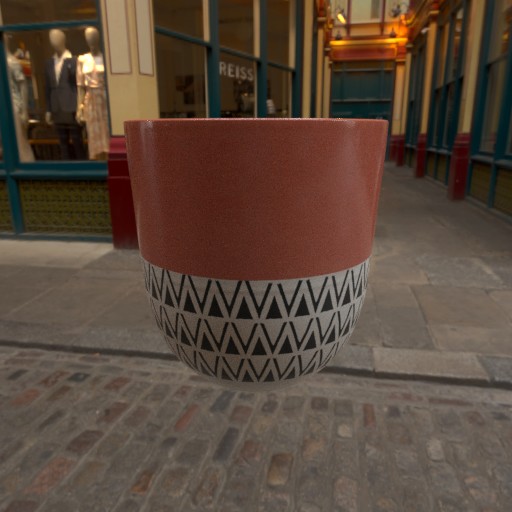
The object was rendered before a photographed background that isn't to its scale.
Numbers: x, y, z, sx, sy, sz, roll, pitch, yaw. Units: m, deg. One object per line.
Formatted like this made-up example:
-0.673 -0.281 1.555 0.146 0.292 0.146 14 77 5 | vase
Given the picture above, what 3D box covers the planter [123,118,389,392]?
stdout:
0.000 0.000 0.368 0.195 0.214 0.195 0 16 0 | planter
